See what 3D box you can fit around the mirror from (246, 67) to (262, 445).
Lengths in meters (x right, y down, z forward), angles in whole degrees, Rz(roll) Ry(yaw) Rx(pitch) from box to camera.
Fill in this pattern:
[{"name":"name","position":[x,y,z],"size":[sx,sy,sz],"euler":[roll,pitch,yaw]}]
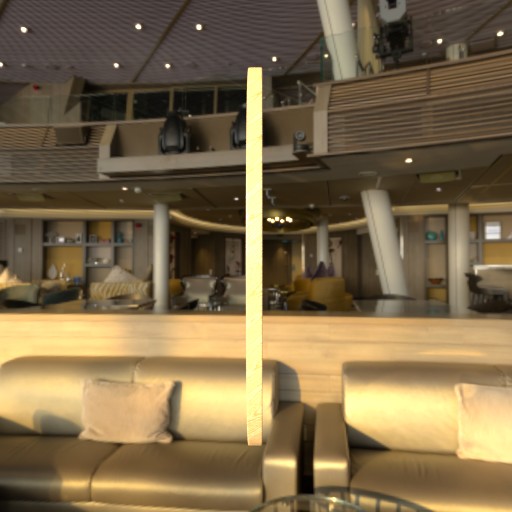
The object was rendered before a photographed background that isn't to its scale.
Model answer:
[{"name":"mirror","position":[0.000,0.000,1.360],"size":[0.037,1.075,0.724],"euler":[0,-2,1]}]
